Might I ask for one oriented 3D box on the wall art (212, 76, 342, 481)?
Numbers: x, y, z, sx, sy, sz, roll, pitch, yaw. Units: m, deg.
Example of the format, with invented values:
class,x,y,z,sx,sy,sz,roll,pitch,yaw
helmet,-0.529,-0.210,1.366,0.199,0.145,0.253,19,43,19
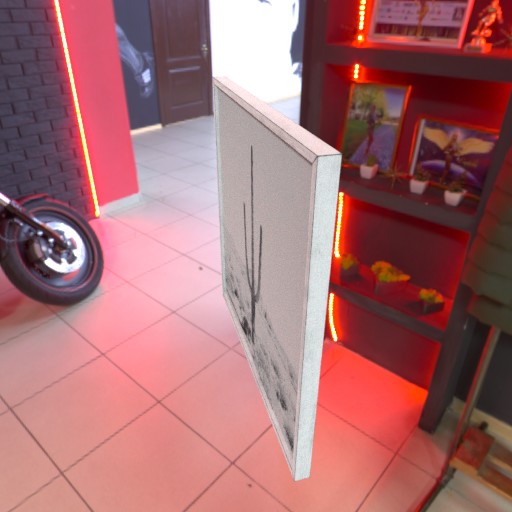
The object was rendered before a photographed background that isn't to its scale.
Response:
class,x,y,z,sx,sy,sz,roll,pitch,yaw
wall art,0.000,0.000,1.142,0.038,0.762,0.762,-8,31,-14
